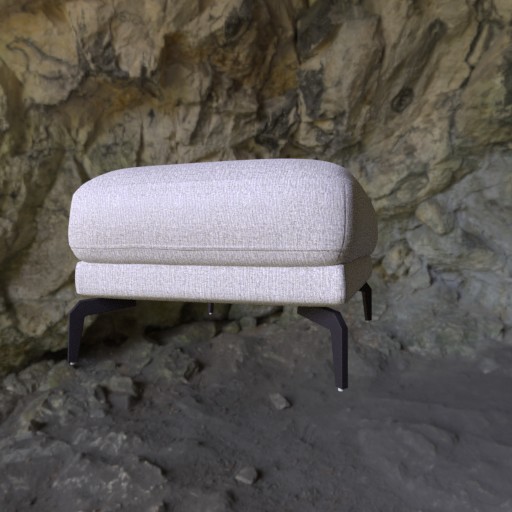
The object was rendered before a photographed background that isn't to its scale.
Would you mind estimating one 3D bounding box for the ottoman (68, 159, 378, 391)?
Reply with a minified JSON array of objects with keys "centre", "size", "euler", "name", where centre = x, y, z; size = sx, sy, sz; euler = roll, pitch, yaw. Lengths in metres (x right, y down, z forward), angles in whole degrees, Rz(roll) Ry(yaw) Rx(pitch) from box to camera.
[{"centre":[0.000,0.000,1.117],"size":[0.568,0.420,0.772],"euler":[0,1,18],"name":"ottoman"}]
